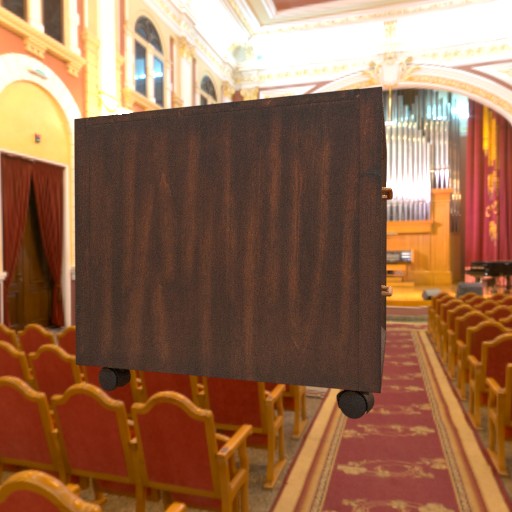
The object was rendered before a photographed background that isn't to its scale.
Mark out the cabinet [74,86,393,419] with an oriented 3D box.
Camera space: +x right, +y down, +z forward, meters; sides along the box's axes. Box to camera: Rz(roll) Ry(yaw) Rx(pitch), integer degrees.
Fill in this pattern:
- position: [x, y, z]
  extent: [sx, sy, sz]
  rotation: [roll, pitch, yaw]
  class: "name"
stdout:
- position: [0.000, 0.000, 0.848]
  extent: [0.500, 0.455, 0.402]
  rotation: [0, 1, 17]
  class: "cabinet"
